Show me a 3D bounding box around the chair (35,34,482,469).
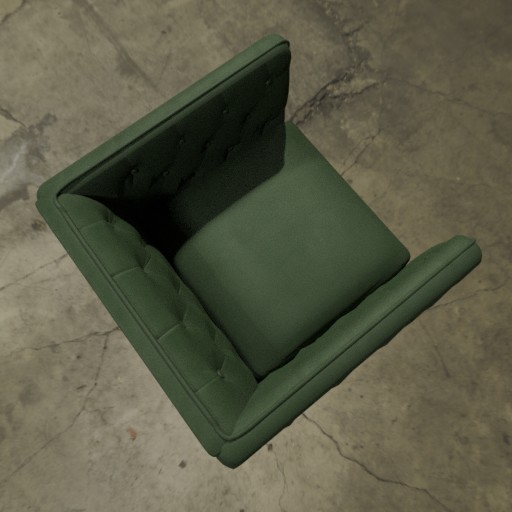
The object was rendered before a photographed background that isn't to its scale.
[{"bbox_3d":[0.000,0.000,1.491,0.855,0.768,0.917,-37,78,-9],"label":"chair"}]
